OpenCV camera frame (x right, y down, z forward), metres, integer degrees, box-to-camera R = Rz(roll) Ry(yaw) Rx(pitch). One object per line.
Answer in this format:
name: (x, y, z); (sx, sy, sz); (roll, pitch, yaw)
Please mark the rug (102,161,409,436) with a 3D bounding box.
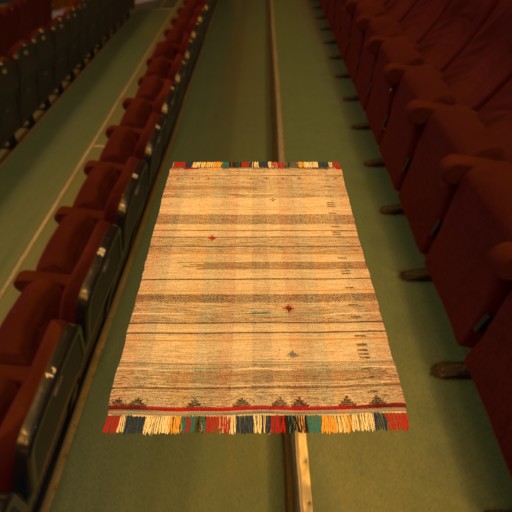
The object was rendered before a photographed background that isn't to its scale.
rug: (0.000, 0.000, 2.952); (1.465, 0.012, 2.465); (0, 42, 0)
